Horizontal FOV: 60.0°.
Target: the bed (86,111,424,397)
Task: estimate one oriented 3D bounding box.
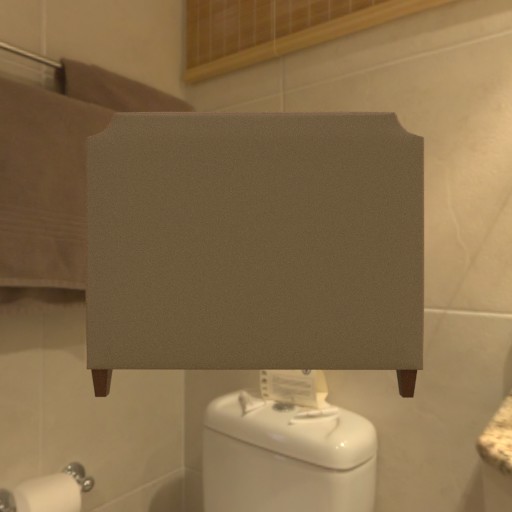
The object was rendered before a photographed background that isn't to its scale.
[{"bbox_3d":[0.000,0.000,3.370,1.713,1.443,2.372,0,0,0],"label":"bed"}]
